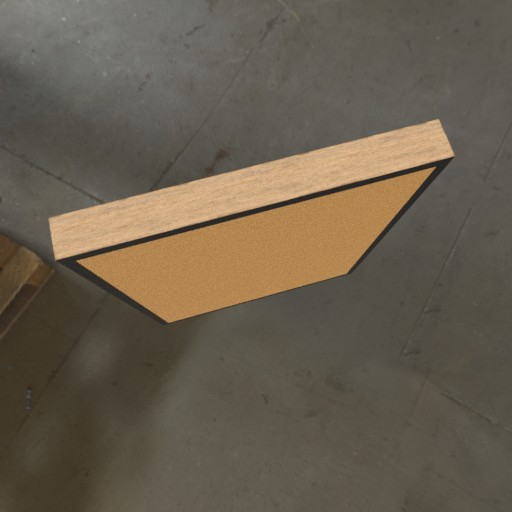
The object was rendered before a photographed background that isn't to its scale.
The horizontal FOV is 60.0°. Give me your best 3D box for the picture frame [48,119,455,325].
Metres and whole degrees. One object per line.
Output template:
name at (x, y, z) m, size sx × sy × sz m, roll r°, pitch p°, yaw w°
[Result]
picture frame at (0.000, 0.000, 0.708) m, size 0.421 × 0.526 × 0.046 m, roll -15°, pitch 75°, yaw -4°
